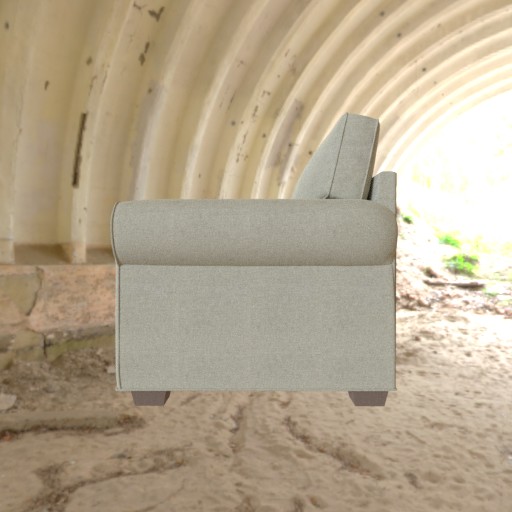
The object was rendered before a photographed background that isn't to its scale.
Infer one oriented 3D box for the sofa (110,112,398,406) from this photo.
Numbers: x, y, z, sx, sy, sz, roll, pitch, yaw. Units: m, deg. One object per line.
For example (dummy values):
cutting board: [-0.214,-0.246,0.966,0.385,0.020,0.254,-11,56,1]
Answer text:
sofa: [0.000,0.000,2.070,0.936,0.991,1.405,0,0,0]
